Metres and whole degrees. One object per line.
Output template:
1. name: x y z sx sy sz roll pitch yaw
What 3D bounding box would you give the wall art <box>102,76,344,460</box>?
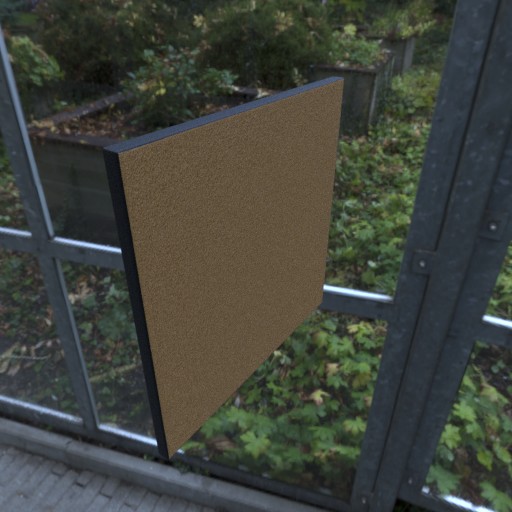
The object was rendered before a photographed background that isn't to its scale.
1. wall art: 0.000 0.000 0.678 0.022 0.453 0.456 21 37 30
